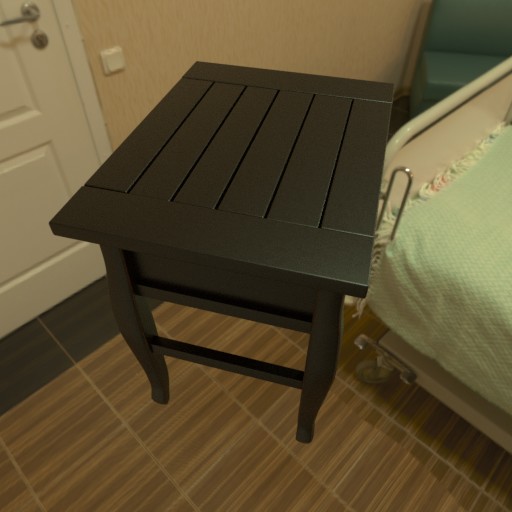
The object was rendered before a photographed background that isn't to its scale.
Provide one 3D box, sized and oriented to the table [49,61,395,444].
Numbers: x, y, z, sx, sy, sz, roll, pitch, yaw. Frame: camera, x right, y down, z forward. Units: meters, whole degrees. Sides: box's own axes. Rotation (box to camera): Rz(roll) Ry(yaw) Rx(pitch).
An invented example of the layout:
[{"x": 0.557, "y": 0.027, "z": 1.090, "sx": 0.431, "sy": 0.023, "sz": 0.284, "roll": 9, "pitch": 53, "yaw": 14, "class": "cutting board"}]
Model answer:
[{"x": 0.000, "y": 0.000, "z": 1.015, "sx": 0.460, "sy": 0.604, "sz": 0.602, "roll": 11, "pitch": 46, "yaw": 11, "class": "table"}]
